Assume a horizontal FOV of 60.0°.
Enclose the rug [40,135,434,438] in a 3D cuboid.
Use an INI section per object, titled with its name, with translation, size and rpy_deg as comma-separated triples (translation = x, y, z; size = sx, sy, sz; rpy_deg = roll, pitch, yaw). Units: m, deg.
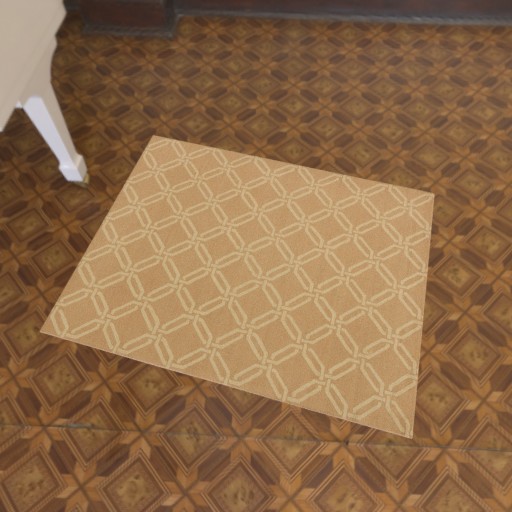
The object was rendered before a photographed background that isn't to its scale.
[rug]
translation = 0.000, 0.000, 3.860
size = 2.895, 0.018, 2.288
rpy_deg = 14, 59, 8
